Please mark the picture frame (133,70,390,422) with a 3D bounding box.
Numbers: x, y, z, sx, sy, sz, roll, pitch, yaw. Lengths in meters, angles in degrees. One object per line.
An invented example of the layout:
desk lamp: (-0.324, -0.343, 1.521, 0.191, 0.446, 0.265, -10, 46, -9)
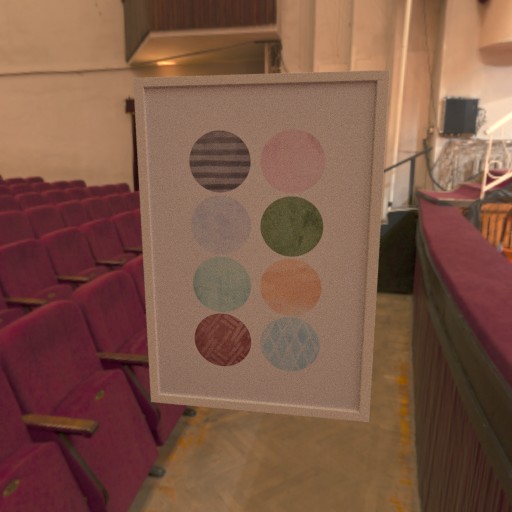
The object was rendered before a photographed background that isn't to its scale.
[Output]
picture frame: (0.000, 0.000, 0.855, 0.457, 0.657, 0.013, 2, 12, 9)
